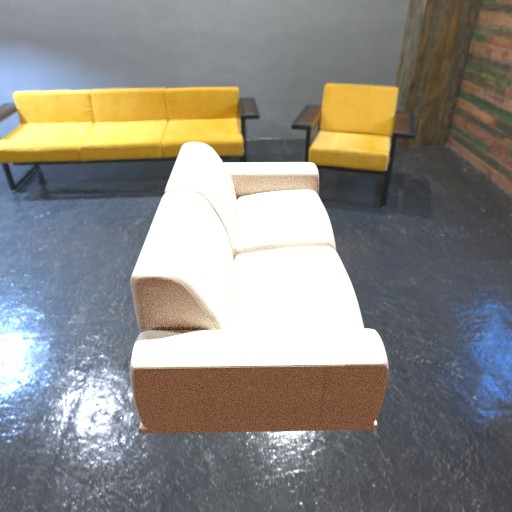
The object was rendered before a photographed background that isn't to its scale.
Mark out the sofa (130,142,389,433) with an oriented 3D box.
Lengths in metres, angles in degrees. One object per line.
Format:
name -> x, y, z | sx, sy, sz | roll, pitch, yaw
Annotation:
sofa -> 0.000, 0.000, 2.318 | 0.900, 0.772, 1.901 | -1, 32, -1
